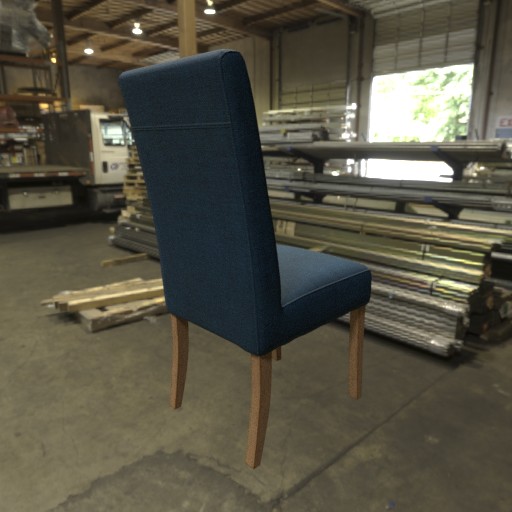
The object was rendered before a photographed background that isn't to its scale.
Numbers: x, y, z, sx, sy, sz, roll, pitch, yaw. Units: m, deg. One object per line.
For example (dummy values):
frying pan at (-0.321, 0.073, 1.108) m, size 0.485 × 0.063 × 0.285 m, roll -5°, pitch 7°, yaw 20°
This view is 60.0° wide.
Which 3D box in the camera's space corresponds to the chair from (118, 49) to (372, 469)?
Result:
chair at (0.000, 0.000, 1.336) m, size 0.610 × 1.029 × 0.450 m, roll -13°, pitch 20°, yaw -42°
